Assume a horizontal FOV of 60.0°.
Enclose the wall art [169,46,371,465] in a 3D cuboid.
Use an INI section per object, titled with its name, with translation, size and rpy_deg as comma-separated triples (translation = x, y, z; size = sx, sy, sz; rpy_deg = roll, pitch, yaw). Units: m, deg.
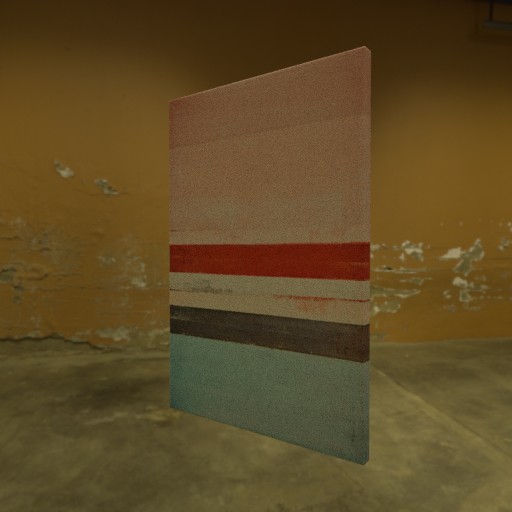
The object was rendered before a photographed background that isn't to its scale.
[wall art]
translation = 0.000, 0.000, 1.160
size = 0.610, 0.914, 0.038
rpy_deg = 1, 1, 36
